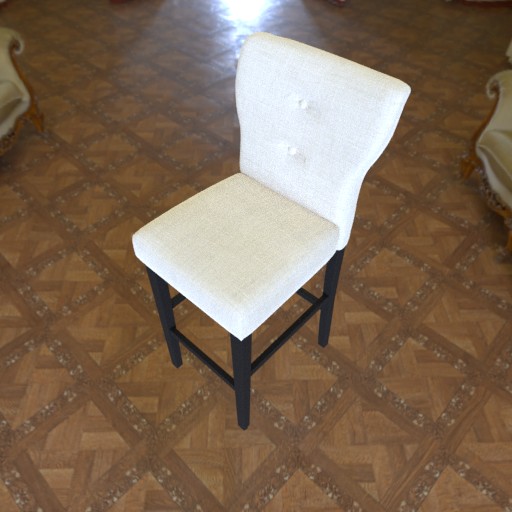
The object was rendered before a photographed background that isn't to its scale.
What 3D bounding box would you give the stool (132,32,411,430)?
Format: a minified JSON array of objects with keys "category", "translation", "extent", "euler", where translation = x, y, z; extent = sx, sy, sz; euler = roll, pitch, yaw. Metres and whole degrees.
[{"category":"stool","translation":[0.000,0.000,1.432],"extent":[0.516,1.124,0.603],"euler":[34,55,28]}]
